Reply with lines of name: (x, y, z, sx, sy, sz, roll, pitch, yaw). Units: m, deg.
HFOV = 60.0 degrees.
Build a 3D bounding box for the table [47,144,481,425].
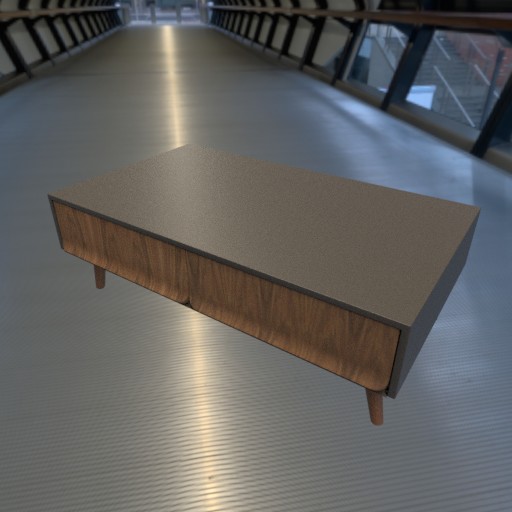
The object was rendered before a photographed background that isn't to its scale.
table: (0.000, 0.000, 1.508, 1.201, 0.404, 0.703, 19, 35, 29)
